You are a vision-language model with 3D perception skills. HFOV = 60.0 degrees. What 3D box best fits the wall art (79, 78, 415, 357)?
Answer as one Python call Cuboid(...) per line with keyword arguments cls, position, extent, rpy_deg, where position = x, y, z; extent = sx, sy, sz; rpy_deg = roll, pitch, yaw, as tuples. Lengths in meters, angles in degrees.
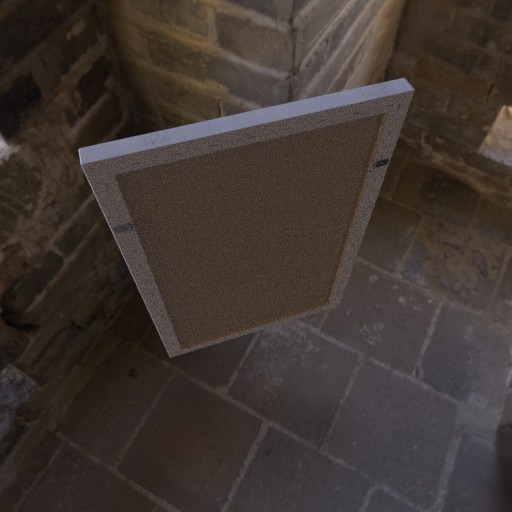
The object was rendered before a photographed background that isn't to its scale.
Cuboid(cls="wall art", position=(0.000, 0.000, 1.182), extent=(0.624, 0.914, 0.043), rpy_deg=(-15, 58, -10))
